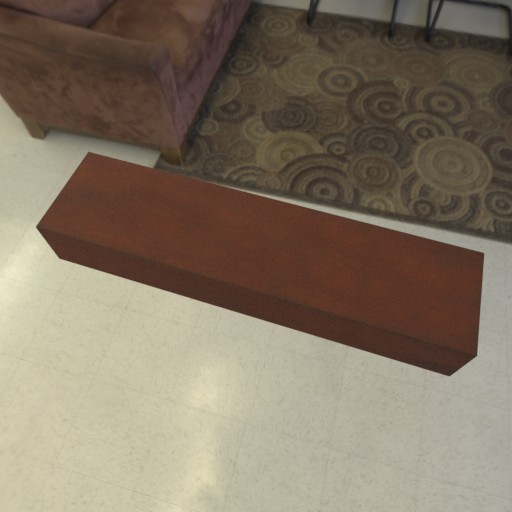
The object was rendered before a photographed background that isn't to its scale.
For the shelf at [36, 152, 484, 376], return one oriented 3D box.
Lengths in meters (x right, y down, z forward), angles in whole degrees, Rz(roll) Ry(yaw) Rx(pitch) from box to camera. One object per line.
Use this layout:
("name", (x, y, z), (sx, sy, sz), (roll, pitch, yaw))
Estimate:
("shelf", (0.000, 0.000, 0.654), (0.607, 0.088, 0.152), (16, 60, 9))
